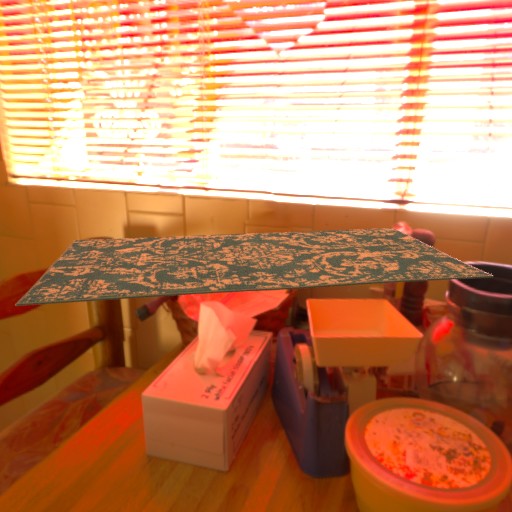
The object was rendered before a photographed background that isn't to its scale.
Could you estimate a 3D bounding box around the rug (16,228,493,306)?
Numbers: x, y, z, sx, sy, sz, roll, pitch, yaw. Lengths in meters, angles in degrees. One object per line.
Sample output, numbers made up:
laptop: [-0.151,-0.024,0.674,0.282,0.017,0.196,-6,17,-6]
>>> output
rug: [0.000,0.000,1.397,1.219,0.007,0.604,-3,16,-9]
